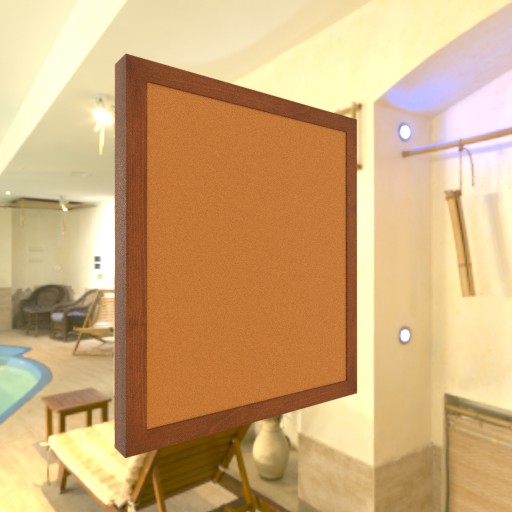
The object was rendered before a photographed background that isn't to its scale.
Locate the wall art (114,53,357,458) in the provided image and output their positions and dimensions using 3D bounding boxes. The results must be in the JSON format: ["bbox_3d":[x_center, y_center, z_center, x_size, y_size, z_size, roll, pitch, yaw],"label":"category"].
[{"bbox_3d":[0.000,0.000,0.529,0.330,0.381,0.030,0,0,-37],"label":"wall art"}]
